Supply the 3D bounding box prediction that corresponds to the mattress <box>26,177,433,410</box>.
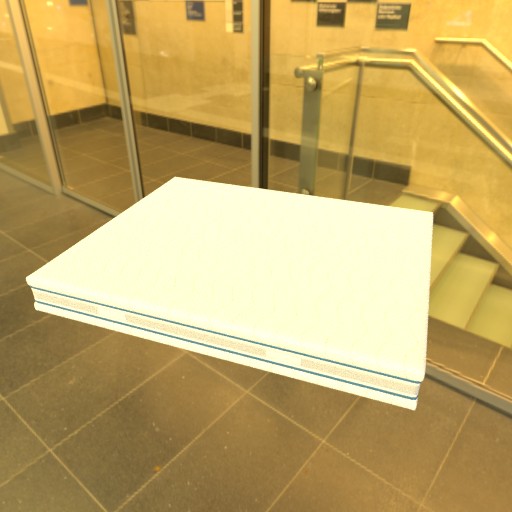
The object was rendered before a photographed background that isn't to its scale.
[{"bbox_3d":[0.000,0.000,2.731,2.000,0.230,1.600,11,32,17],"label":"mattress"}]
